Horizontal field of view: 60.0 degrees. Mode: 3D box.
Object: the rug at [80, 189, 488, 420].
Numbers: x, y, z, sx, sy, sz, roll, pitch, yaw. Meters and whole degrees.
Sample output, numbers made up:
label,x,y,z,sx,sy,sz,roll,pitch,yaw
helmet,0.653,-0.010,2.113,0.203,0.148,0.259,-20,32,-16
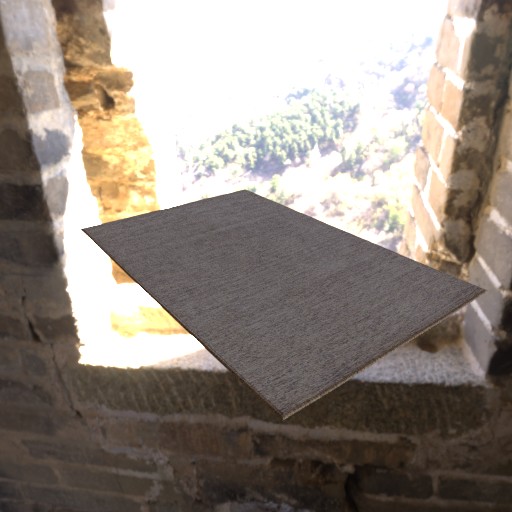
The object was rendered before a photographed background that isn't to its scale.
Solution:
label,x,y,z,sx,sy,sz,roll,pitch,yaw
rug,0.000,0.000,2.294,1.211,0.018,1.822,-19,33,-33
